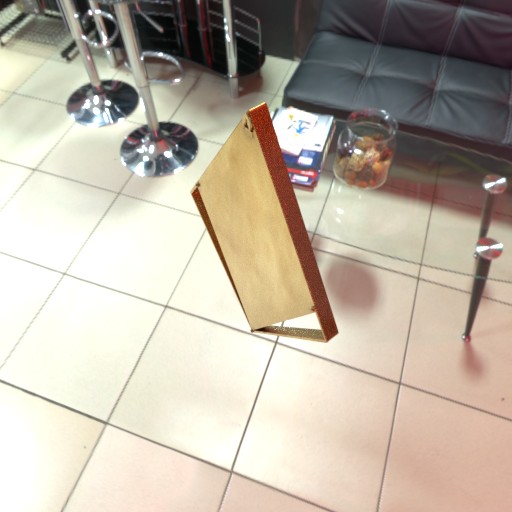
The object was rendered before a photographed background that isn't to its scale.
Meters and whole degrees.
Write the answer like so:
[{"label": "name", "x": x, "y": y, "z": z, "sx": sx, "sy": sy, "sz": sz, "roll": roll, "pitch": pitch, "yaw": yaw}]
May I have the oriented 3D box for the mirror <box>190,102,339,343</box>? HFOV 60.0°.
[{"label": "mirror", "x": 0.000, "y": 0.000, "z": 0.837, "sx": 0.032, "sy": 0.679, "sz": 0.419, "roll": -33, "pitch": 63, "yaw": -20}]
